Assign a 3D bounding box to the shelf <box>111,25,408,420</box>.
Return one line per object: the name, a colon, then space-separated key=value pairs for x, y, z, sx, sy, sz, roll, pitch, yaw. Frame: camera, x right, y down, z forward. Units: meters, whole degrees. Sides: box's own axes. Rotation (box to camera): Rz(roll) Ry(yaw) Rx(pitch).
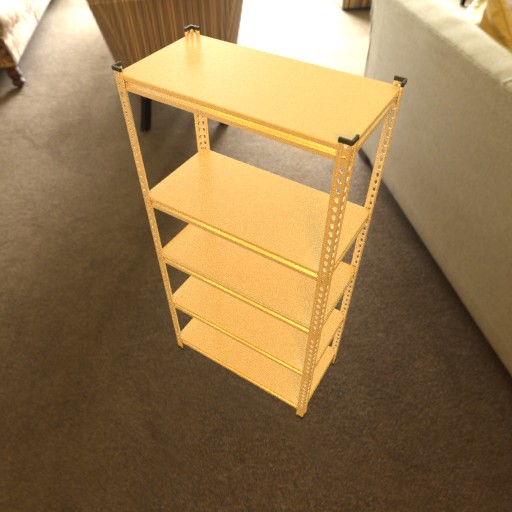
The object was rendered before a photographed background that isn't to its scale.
shelf: x=0.000 y=0.000 z=2.174 sx=0.914 sy=1.829 sz=0.457 roll=24 pitch=51 yaw=21
